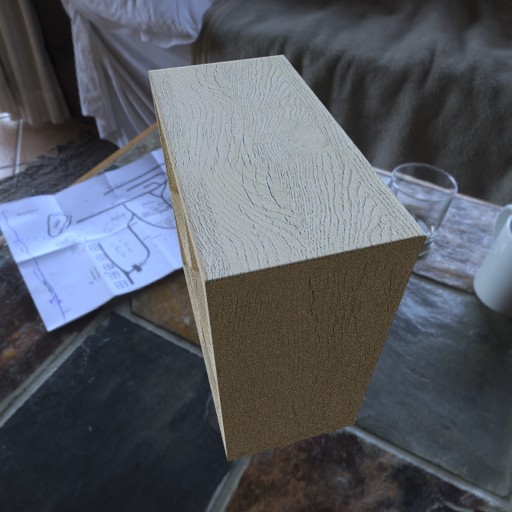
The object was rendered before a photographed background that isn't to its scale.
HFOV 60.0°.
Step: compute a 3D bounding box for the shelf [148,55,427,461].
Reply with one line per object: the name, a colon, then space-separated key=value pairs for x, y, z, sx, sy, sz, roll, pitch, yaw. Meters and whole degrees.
shelf: x=0.000 y=0.000 z=1.274 sx=0.390 sy=0.786 sz=0.790 roll=-12 pitch=47 yaw=-11
